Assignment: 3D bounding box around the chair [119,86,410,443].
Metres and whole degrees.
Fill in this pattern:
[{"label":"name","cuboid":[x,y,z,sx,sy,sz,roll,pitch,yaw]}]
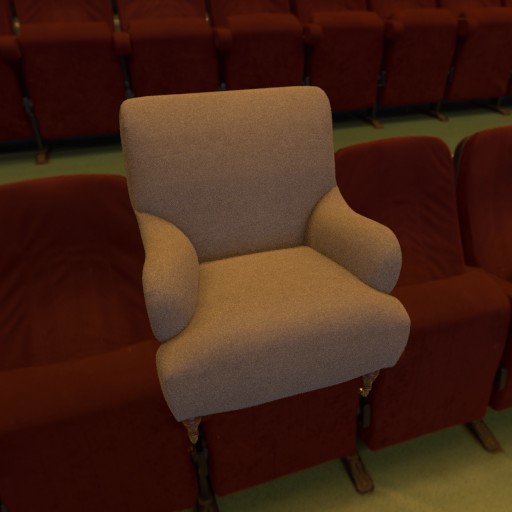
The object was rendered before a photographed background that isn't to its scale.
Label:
[{"label":"chair","cuboid":[0.000,0.000,1.503,0.766,0.942,0.843,-10,34,-15]}]
